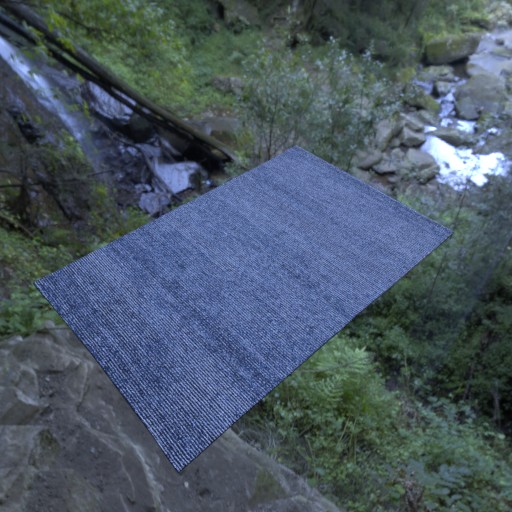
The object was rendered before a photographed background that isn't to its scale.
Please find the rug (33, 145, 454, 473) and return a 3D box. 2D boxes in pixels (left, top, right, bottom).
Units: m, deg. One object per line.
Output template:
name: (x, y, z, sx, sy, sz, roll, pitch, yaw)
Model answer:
rug: (0.000, 0.000, 2.212, 1.793, 0.025, 1.159, -33, 54, -28)
